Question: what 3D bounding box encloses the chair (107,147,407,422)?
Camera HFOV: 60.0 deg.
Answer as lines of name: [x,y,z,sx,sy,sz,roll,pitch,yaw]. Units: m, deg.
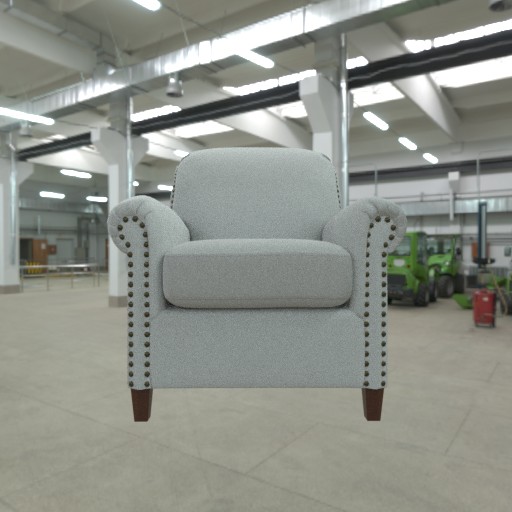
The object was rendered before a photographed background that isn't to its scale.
chair: [0.000,0.000,1.628,0.854,0.927,0.890,0,1,0]
